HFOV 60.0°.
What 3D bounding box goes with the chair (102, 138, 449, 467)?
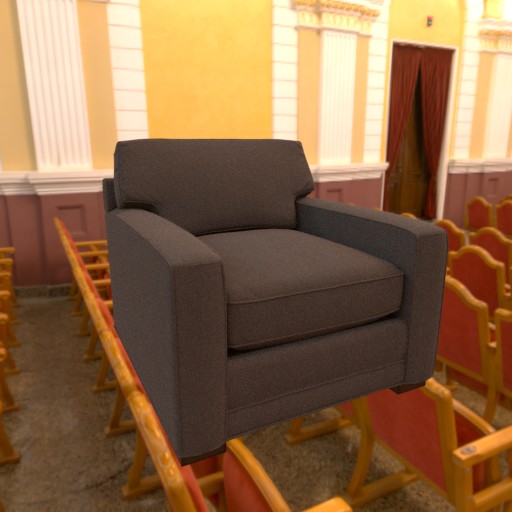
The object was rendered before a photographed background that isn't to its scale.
[{"bbox_3d":[0.000,0.000,1.776,0.997,0.913,1.043,-7,16,-26],"label":"chair"}]
